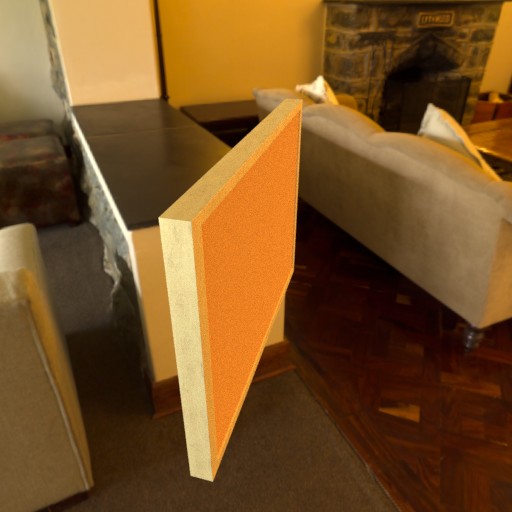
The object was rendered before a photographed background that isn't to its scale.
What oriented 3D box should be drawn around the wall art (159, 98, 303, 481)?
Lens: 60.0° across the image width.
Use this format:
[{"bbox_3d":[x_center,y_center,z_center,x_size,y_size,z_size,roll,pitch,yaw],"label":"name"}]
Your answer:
[{"bbox_3d":[0.000,0.000,0.709,0.032,0.380,0.532,8,32,13],"label":"wall art"}]
